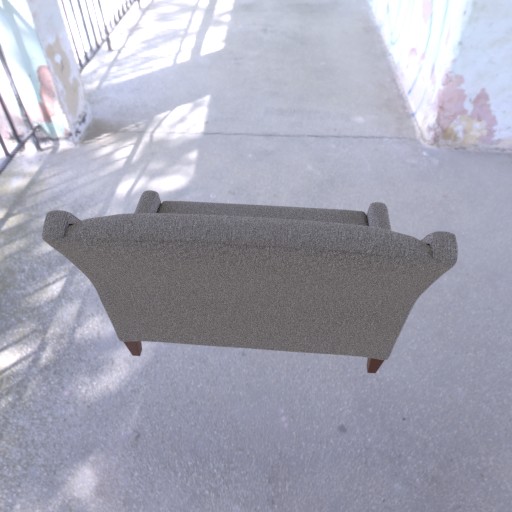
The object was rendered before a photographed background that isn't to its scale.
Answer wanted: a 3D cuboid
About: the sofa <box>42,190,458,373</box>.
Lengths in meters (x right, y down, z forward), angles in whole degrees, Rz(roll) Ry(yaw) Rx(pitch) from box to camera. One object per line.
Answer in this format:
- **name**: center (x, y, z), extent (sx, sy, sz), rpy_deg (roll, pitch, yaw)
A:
- **sofa**: center (0.000, 0.000, 1.910), extent (1.242, 1.026, 0.862), rpy_deg (3, 46, 3)
